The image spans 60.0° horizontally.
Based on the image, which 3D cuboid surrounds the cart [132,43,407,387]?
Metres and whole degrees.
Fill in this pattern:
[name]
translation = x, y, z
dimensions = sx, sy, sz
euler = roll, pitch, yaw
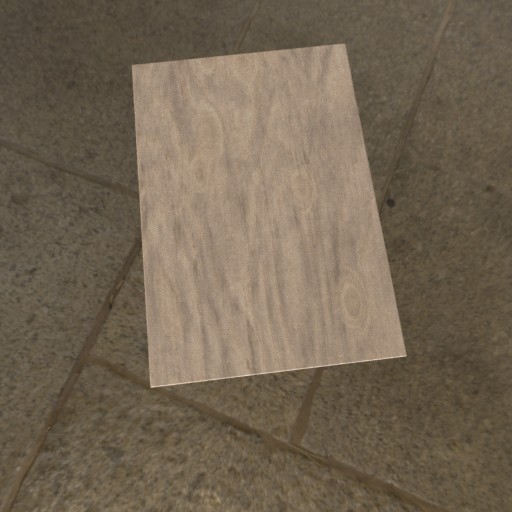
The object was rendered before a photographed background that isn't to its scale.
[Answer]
[cart]
translation = 0.000, 0.000, 1.160
dimensions = 0.403, 0.839, 0.584
euler = -7, 76, -2
